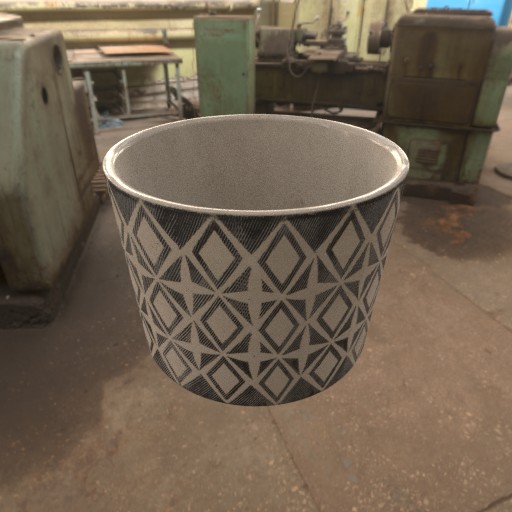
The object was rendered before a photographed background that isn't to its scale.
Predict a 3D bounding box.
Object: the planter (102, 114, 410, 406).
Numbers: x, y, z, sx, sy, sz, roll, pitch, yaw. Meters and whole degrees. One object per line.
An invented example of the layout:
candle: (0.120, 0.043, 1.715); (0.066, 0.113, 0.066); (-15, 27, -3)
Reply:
planter: (0.000, 0.000, 0.448); (0.260, 0.220, 0.260); (0, 31, 0)
